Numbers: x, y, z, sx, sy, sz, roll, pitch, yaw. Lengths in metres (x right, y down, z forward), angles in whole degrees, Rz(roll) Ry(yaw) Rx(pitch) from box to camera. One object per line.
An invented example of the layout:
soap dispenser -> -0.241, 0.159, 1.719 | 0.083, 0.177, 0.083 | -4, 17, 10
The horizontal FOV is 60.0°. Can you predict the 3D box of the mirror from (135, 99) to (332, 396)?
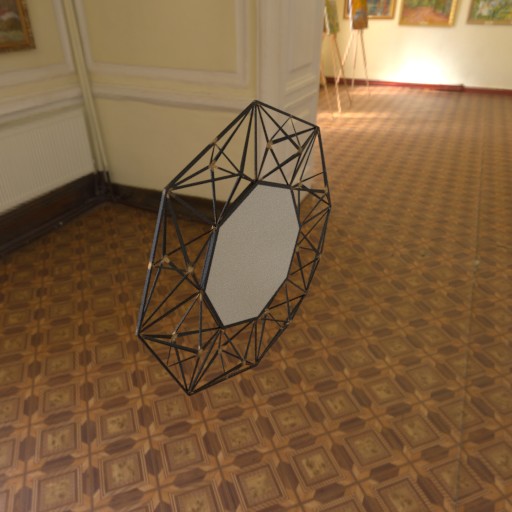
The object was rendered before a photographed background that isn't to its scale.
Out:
mirror -> 0.000, 0.000, 1.047 | 0.094, 0.710, 0.710 | 22, 37, 32
